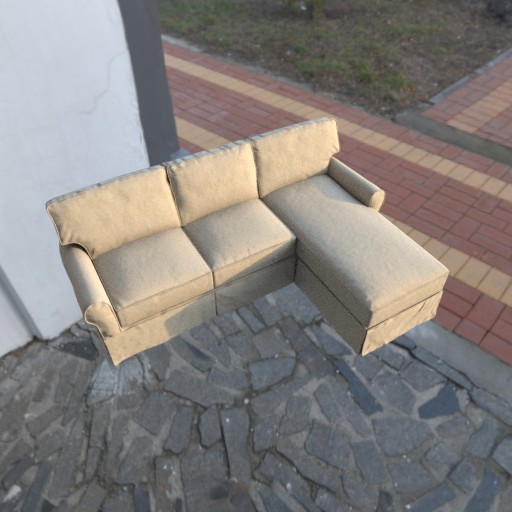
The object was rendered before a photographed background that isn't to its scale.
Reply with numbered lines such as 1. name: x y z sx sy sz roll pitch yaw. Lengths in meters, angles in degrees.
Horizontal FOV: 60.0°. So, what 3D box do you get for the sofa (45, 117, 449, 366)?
1. sofa: 0.000 0.000 3.241 2.475 0.978 1.733 -22 49 -21
